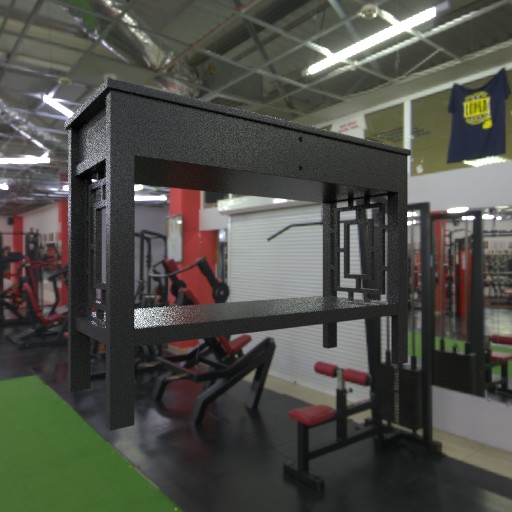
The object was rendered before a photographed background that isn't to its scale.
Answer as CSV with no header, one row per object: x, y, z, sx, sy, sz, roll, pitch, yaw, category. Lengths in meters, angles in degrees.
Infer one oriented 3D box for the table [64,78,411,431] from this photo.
0.000,0.000,1.414,1.068,0.753,0.397,0,0,-36,table
